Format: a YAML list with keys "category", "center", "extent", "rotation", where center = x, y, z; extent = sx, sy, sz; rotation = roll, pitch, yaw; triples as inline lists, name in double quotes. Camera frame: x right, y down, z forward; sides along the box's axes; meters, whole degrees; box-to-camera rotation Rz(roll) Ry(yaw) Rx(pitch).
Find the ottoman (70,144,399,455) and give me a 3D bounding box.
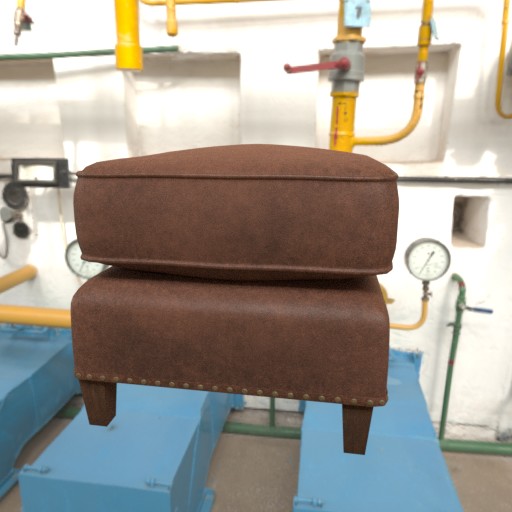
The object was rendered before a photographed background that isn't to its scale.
- category: "ottoman"
  center: [0.000, 0.000, 1.093]
  extent: [0.589, 0.537, 0.738]
  rotation: [2, 15, 9]
